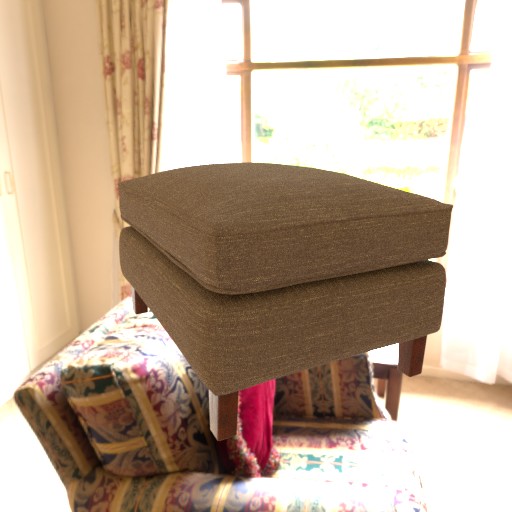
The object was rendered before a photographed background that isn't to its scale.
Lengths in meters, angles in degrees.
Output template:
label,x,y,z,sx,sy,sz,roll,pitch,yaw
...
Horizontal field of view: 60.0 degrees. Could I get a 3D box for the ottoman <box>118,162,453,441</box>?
label,x,y,z,sx,sy,sz,roll,pitch,yaw
ottoman,0.000,0.000,0.998,0.508,0.406,0.686,-8,17,-26
